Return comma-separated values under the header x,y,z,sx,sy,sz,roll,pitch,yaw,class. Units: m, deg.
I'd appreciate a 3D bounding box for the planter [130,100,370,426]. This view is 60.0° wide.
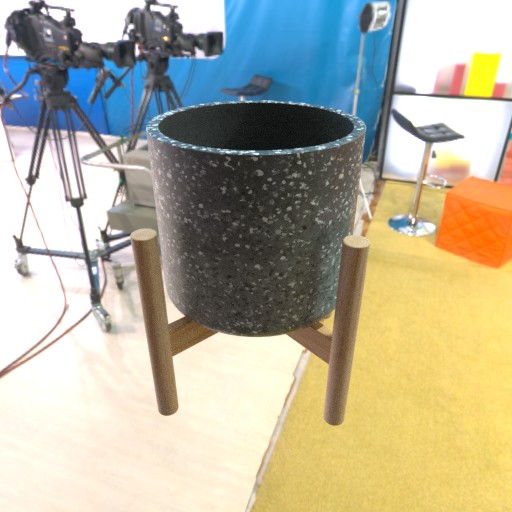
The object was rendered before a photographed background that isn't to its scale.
x,y,z,sx,sy,sz,roll,pitch,yaw,class
0.000,0.000,0.538,0.284,0.320,0.284,-9,32,-16,planter
